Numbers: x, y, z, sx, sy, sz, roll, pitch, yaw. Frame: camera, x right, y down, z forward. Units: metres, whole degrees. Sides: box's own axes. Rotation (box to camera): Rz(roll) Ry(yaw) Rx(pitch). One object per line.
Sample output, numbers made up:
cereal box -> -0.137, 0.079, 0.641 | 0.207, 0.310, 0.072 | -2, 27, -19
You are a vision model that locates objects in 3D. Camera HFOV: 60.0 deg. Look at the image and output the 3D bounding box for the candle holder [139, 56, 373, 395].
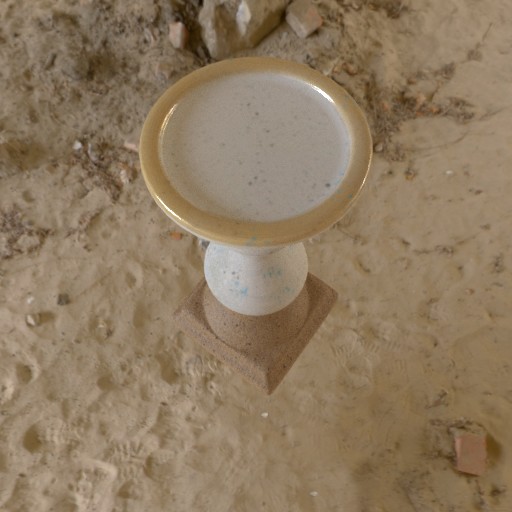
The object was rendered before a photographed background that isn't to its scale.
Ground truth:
candle holder -> 0.000, 0.000, 0.299 | 0.110, 0.239, 0.110 | 34, 69, 15
